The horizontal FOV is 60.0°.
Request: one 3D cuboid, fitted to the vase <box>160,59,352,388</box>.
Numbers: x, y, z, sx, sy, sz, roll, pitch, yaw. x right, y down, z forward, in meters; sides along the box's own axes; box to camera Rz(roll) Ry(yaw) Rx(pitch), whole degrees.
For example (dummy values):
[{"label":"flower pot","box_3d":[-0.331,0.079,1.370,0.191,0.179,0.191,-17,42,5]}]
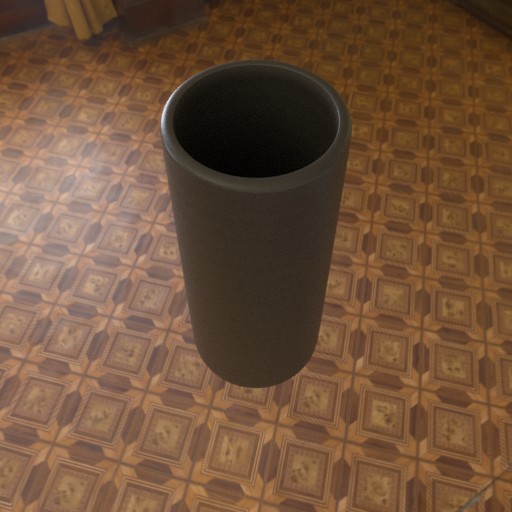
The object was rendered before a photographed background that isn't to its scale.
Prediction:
[{"label":"vase","box_3d":[0.000,0.000,0.365,0.136,0.289,0.136,-16,59,-10]}]
